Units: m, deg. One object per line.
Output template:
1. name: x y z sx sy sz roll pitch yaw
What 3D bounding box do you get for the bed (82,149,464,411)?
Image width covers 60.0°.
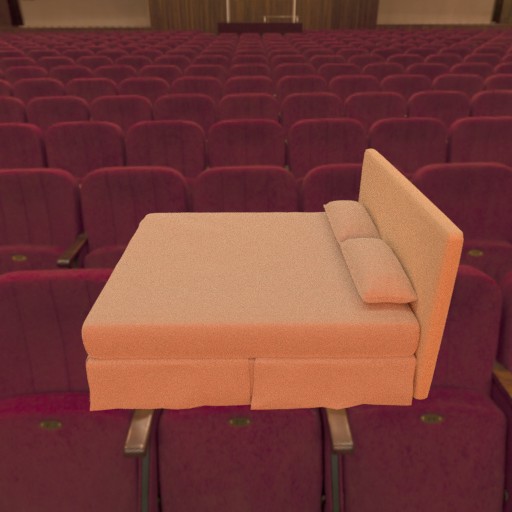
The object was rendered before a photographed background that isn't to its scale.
1. bed: 0.000 0.000 3.642 2.341 1.317 2.119 0 27 0
